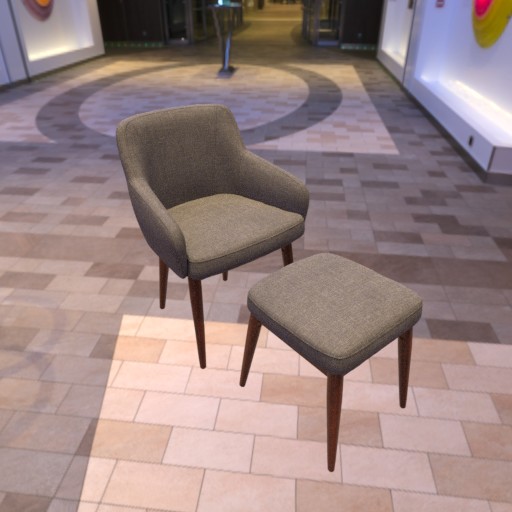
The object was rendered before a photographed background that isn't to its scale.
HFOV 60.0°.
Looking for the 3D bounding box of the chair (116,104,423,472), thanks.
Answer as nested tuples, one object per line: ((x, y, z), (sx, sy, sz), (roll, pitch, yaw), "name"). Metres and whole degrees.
((0.000, 0.000, 1.516), (0.584, 0.799, 1.107), (-23, 38, -33), "chair")
